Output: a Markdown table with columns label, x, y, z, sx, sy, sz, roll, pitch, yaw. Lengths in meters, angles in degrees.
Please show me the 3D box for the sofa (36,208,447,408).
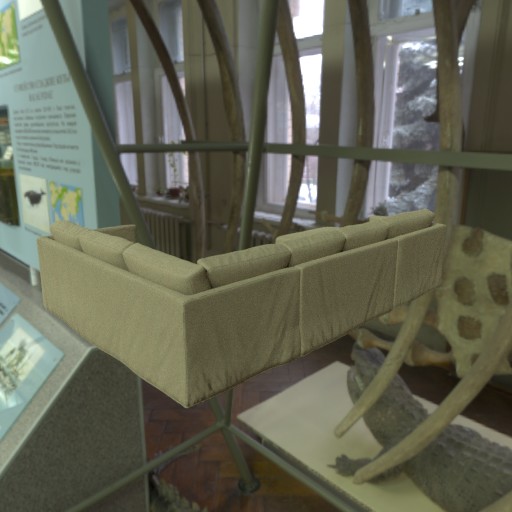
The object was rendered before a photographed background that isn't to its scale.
| label | x | y | z | sx | sy | sz | roll | pitch | yaw |
| --- | --- | --- | --- | --- | --- | --- | --- | --- | --- |
| sofa | 0.000 | 0.000 | 4.563 | 3.528 | 0.878 | 2.476 | -14 | 20 | -42 |
